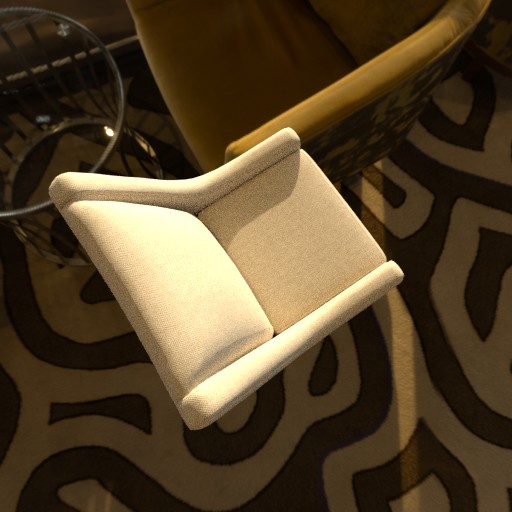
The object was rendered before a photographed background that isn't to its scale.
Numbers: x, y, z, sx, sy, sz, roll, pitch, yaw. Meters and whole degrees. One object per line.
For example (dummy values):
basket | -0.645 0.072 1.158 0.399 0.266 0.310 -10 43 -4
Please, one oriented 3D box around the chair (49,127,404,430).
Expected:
chair | 0.000 0.000 1.635 0.870 1.014 0.774 -33 78 -8
